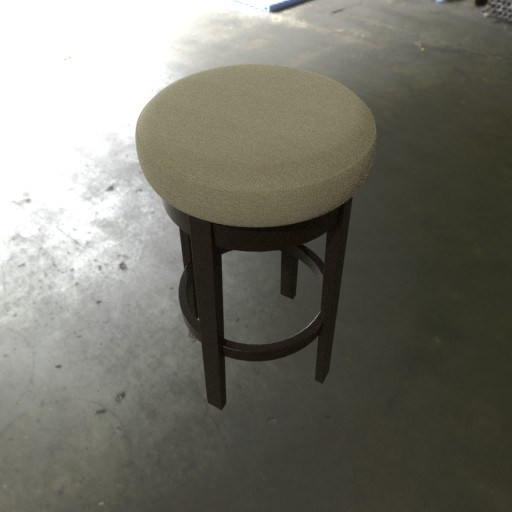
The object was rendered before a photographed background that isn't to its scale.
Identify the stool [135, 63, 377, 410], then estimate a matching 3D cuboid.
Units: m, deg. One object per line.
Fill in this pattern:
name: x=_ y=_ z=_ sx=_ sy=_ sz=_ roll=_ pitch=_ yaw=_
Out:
stool: x=0.000 y=0.000 z=1.036 sx=0.446 sy=0.758 sz=0.446 roll=0 pitch=46 yaw=0
